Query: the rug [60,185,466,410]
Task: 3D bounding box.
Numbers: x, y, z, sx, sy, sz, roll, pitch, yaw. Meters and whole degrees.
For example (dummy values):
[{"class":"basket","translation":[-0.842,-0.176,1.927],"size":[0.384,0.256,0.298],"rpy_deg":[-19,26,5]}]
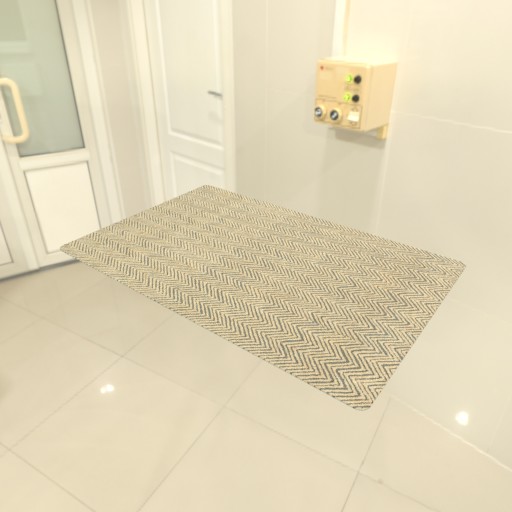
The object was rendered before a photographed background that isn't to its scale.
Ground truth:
[{"class":"rug","translation":[0.000,0.000,2.252],"size":[1.752,0.008,1.144],"rpy_deg":[21,37,32]}]
